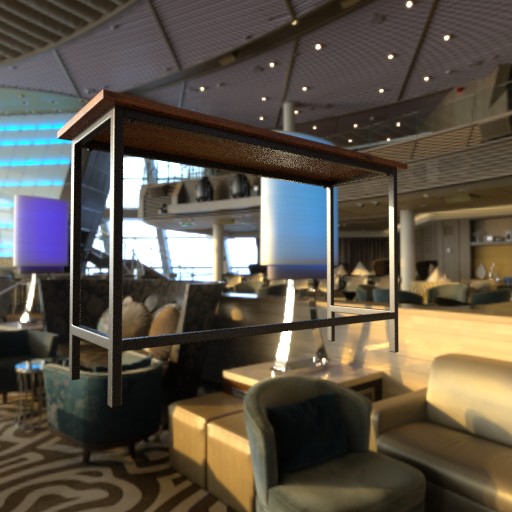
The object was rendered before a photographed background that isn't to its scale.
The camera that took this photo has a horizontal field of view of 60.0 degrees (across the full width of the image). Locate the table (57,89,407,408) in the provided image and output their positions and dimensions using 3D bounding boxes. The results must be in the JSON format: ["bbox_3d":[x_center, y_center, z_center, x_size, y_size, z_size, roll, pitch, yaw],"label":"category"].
[{"bbox_3d":[0.000,0.000,1.536,1.204,0.740,0.408,1,-2,-38],"label":"table"}]
